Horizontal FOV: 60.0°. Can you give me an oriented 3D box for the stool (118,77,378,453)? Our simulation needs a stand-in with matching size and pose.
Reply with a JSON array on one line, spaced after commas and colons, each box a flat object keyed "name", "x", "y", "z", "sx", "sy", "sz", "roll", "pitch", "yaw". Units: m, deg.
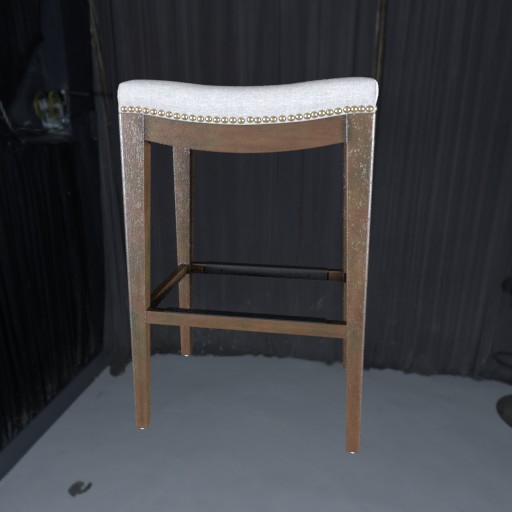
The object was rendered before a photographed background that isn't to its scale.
[{"name": "stool", "x": 0.000, "y": 0.000, "z": 1.042, "sx": 0.508, "sy": 0.762, "sz": 0.356, "roll": 3, "pitch": 18, "yaw": 9}]
